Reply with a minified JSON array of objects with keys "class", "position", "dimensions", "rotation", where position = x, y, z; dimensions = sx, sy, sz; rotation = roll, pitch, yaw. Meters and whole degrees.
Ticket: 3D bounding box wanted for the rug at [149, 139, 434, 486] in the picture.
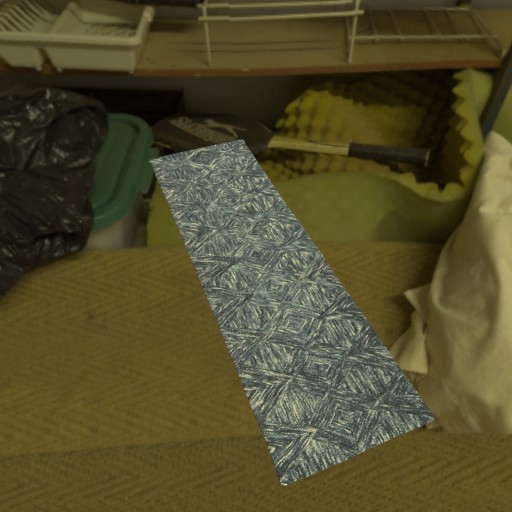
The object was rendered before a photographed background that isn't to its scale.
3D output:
[{"class":"rug","position":[0.000,0.000,2.496],"dimensions":[0.719,0.013,2.306],"rotation":[-16,49,-15]}]
